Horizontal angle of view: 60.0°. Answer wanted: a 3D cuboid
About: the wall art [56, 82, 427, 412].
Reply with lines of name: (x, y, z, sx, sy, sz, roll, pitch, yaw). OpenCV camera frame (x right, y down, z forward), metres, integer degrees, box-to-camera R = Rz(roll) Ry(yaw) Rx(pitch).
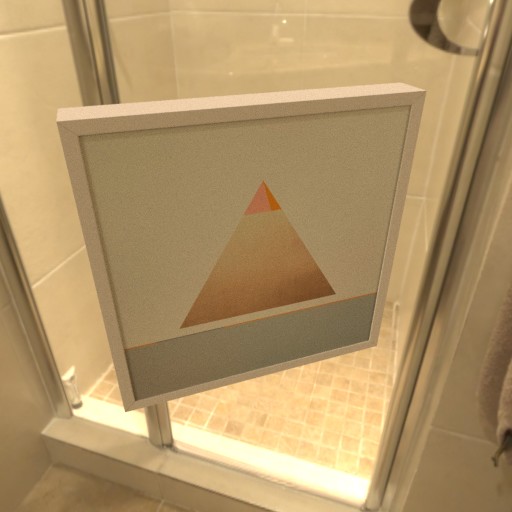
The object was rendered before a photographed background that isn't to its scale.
wall art: (0.000, 0.000, 0.444, 0.305, 0.304, 0.038, -10, 33, -16)
